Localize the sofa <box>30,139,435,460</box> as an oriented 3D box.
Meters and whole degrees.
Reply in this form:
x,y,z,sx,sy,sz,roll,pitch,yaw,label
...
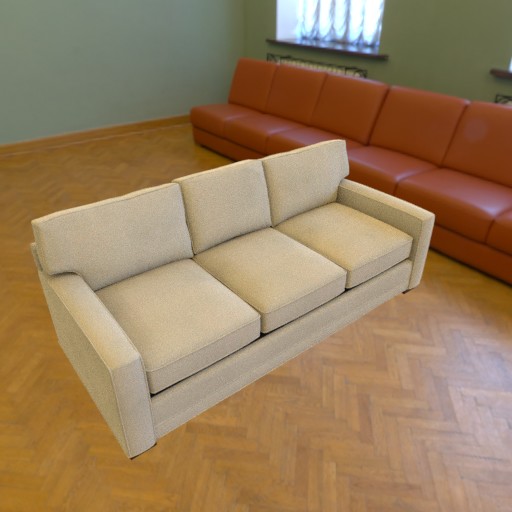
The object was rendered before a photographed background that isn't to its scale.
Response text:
x,y,z,sx,sy,sz,roll,pitch,yaw,label
0.000,0.000,2.518,2.088,0.862,0.935,-22,38,-32,sofa
